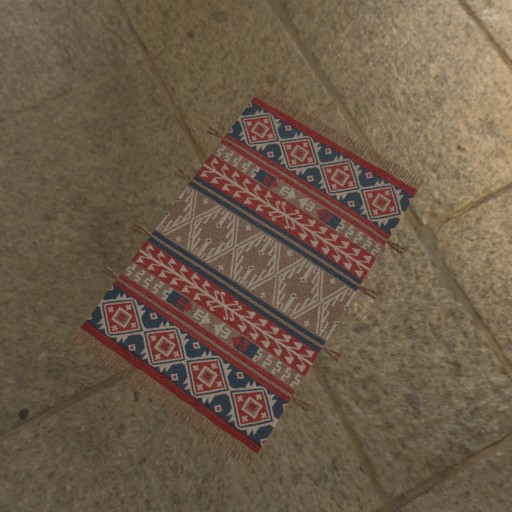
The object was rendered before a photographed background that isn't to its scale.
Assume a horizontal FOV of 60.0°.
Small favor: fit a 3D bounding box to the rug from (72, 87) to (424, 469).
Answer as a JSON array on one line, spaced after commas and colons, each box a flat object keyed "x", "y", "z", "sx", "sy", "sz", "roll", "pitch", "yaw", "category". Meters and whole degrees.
[{"x": 0.000, "y": 0.000, "z": 3.222, "sx": 1.778, "sy": 0.048, "sz": 2.450, "roll": 33, "pitch": 78, "yaw": 8, "category": "rug"}]
